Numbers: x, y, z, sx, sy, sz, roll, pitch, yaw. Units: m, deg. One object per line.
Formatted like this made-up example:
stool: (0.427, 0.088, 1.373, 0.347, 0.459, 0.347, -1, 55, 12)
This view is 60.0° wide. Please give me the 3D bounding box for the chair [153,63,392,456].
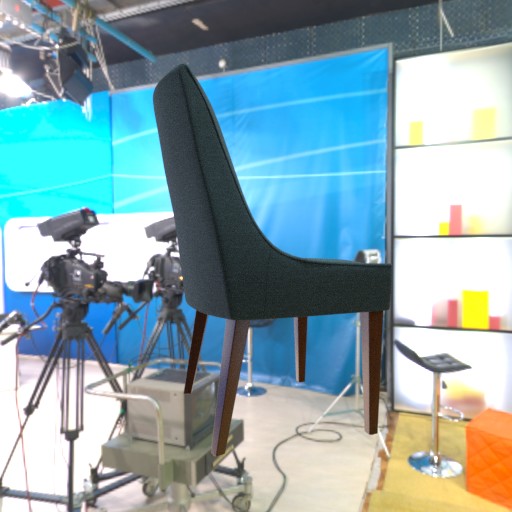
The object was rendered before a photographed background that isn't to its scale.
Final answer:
chair: (0.000, 0.000, 1.208, 0.544, 0.861, 0.529, 0, 1, -18)
